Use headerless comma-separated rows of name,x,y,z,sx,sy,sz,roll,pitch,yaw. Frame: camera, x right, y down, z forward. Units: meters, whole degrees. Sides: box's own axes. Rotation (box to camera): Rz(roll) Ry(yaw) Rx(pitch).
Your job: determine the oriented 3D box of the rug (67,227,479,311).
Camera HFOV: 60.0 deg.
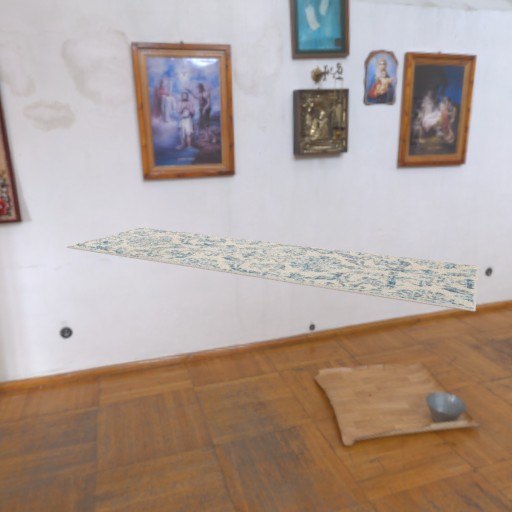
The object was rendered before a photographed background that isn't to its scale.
rug,0.000,0.000,2.438,2.196,0.011,0.662,8,17,26
